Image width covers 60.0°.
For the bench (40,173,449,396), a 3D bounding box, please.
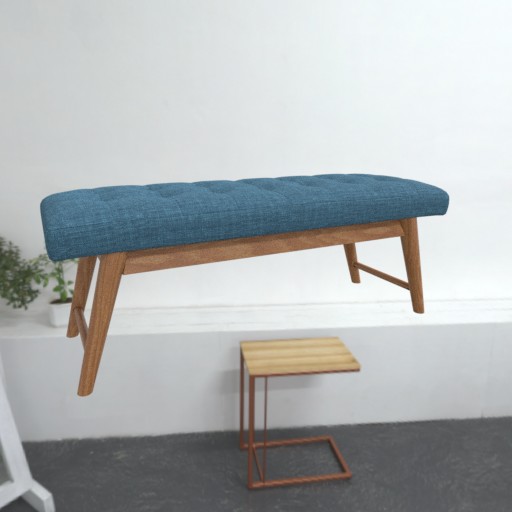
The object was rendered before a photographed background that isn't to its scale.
[{"bbox_3d":[0.000,0.000,1.319,1.118,0.432,0.406,-8,18,-25],"label":"bench"}]
